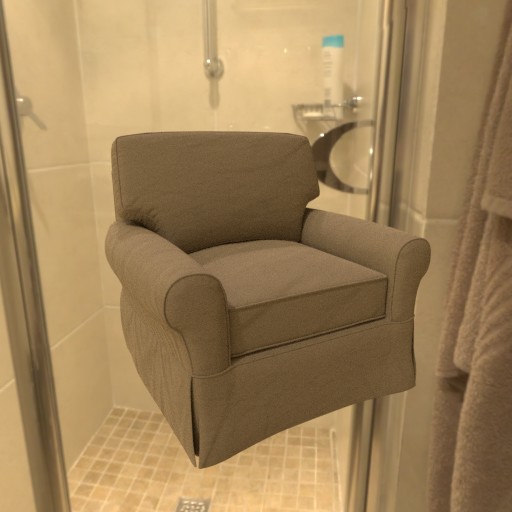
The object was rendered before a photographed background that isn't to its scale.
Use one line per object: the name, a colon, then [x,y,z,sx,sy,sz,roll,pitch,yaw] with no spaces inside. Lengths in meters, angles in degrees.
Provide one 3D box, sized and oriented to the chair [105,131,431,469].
chair: [0.000,0.000,1.870,1.135,1.017,0.988,-8,17,-29]
